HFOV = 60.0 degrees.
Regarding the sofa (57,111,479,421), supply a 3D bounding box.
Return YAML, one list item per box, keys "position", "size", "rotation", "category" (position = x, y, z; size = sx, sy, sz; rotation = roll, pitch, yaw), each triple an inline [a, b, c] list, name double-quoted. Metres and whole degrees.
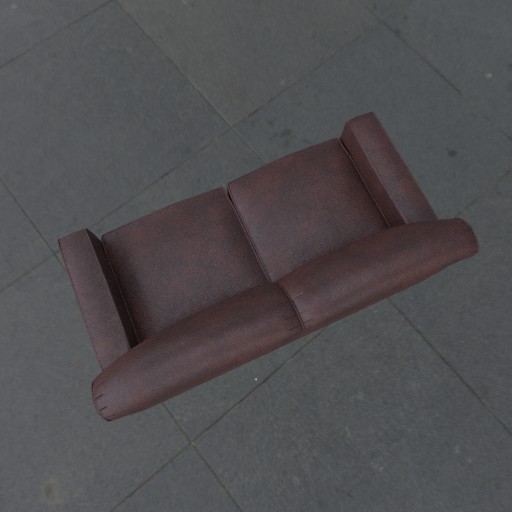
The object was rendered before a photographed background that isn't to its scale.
- position: [0.000, 0.000, 2.397]
  size: [1.856, 0.966, 1.000]
  rotation: [-24, 76, -6]
  category: "sofa"
